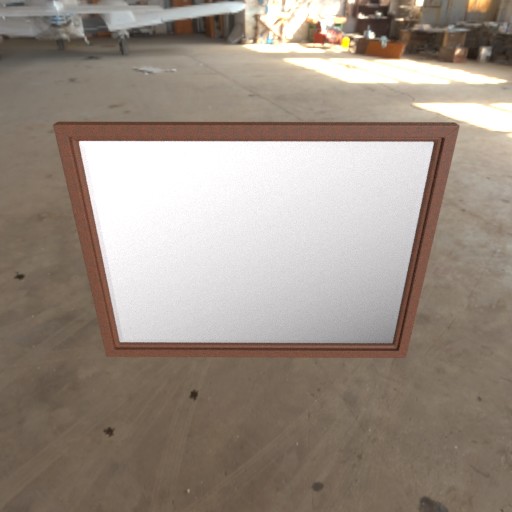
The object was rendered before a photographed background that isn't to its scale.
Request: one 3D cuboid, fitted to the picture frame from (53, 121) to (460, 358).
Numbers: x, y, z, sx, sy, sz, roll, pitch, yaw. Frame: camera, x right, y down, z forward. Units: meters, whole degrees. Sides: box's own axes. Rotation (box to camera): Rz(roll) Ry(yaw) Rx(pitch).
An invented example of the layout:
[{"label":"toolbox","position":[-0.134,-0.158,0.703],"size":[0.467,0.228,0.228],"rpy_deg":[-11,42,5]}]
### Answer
[{"label":"picture frame","position":[0.000,0.000,1.724],"size":[1.329,1.018,0.045],"rpy_deg":[0,31,0]}]
